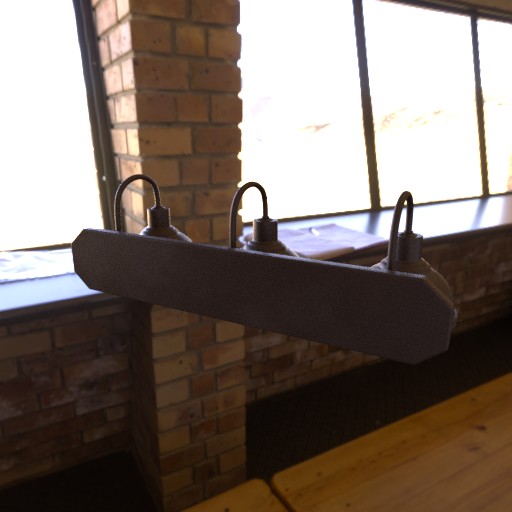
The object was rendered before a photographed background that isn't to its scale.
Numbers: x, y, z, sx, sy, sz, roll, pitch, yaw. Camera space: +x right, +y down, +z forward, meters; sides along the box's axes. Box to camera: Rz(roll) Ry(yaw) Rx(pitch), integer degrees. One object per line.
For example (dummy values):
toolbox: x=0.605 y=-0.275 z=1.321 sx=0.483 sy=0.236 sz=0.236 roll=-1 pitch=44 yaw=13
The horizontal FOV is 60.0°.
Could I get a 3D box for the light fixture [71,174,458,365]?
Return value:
light fixture: x=0.000 y=0.000 z=0.749 sx=0.634 sy=0.254 sz=0.229 roll=8 pitch=18 yaw=27
